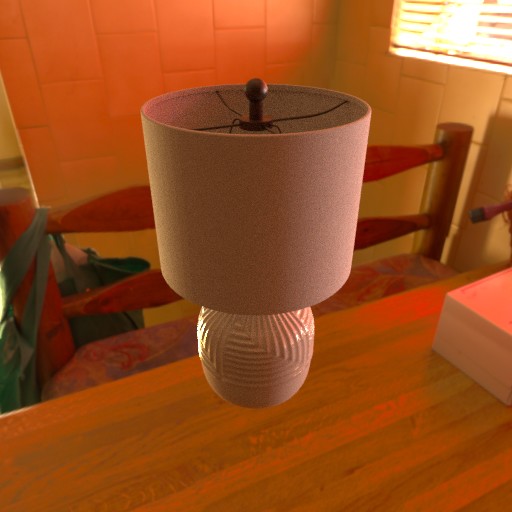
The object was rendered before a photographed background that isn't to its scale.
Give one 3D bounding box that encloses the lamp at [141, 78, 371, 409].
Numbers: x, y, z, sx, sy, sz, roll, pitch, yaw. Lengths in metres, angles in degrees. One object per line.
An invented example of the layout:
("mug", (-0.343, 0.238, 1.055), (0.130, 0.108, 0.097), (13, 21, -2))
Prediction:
("lamp", (0.000, 0.000, 0.752), (0.318, 0.567, 0.318), (0, 31, 0))
